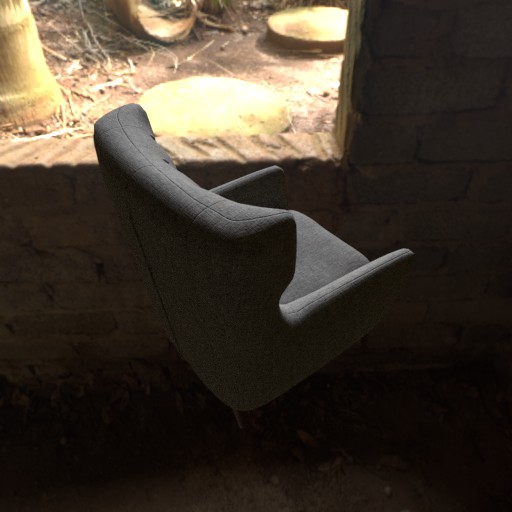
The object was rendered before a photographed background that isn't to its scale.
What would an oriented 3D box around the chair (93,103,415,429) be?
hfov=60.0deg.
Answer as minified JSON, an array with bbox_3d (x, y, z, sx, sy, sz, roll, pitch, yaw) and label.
[{"bbox_3d":[0.000,0.000,1.720,0.904,1.063,0.878,-27,48,-27],"label":"chair"}]
